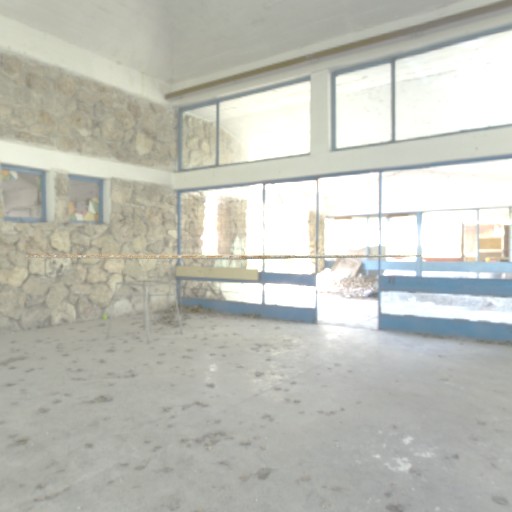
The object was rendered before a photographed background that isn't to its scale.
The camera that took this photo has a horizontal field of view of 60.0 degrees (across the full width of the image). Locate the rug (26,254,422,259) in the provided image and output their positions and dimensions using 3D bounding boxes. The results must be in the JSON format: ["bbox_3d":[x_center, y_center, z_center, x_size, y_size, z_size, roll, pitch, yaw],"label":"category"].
[{"bbox_3d":[0.000,0.000,2.362,1.219,0.011,1.829,0,0,36],"label":"rug"}]
